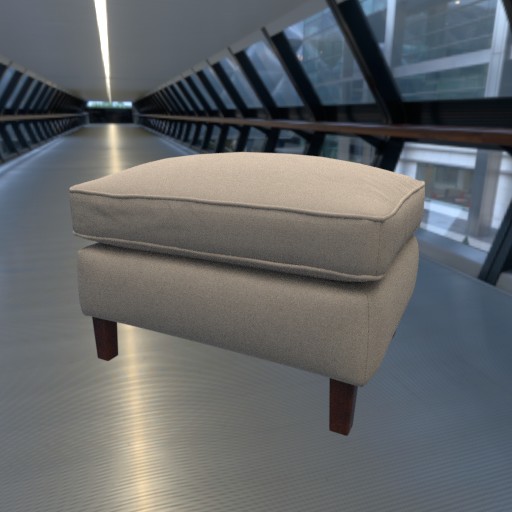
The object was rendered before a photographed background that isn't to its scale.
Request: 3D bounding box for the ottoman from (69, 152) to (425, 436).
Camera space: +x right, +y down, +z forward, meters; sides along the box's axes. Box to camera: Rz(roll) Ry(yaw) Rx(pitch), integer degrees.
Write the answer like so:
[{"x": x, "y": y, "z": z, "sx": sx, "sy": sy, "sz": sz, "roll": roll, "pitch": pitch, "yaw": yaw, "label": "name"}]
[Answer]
[{"x": 0.000, "y": 0.000, "z": 1.010, "sx": 0.665, "sy": 0.456, "sz": 0.501, "roll": 8, "pitch": 19, "yaw": 26, "label": "ottoman"}]
